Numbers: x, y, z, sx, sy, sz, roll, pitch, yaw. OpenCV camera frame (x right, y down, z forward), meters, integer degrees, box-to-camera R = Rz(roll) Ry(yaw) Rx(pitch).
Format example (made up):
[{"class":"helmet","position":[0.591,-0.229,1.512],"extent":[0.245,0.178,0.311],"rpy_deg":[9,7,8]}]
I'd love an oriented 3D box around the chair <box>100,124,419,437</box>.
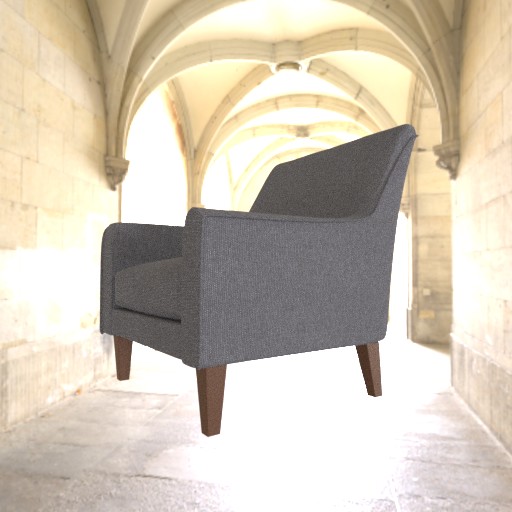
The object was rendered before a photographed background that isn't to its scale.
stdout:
[{"class":"chair","position":[0.000,0.000,1.614],"extent":[0.899,0.919,0.780],"rpy_deg":[1,-2,-35]}]
